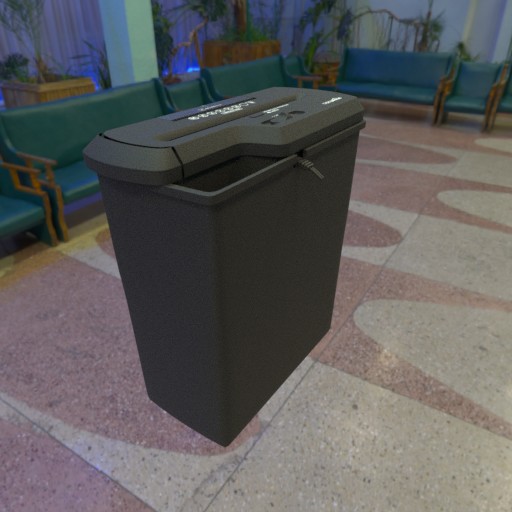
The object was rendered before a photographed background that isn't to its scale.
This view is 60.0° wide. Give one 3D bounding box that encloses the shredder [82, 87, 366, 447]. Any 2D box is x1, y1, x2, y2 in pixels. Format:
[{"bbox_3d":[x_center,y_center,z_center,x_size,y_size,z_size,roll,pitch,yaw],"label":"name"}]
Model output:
[{"bbox_3d":[0.000,0.000,0.518,0.170,0.335,0.320,20,36,30],"label":"shredder"}]
